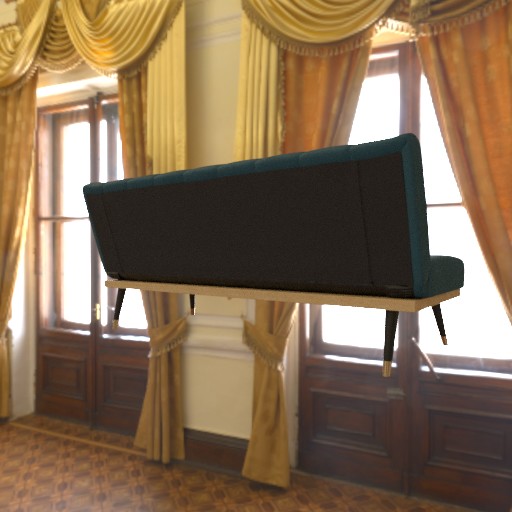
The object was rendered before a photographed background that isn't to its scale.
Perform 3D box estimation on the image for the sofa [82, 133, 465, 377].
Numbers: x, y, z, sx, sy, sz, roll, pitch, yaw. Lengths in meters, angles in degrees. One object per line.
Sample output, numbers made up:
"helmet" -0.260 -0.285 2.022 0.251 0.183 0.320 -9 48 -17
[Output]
"sofa" 0.000 0.000 2.247 1.810 0.825 0.830 1 1 37
